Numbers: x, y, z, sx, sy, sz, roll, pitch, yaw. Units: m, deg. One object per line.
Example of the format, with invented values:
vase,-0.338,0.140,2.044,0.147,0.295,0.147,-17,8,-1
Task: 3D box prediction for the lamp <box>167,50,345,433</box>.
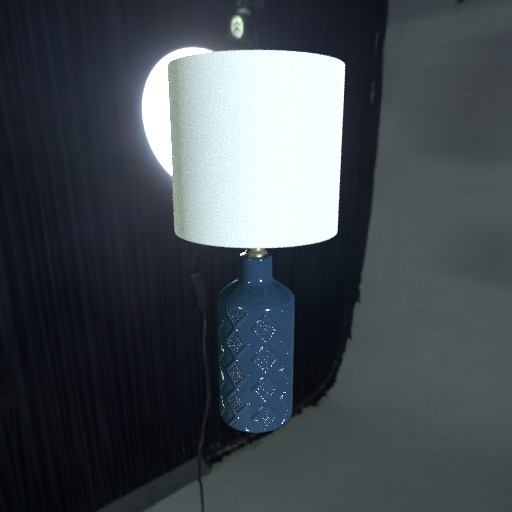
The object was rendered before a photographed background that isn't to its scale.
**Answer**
lamp,0.000,0.000,0.581,0.207,0.461,0.207,14,20,43
